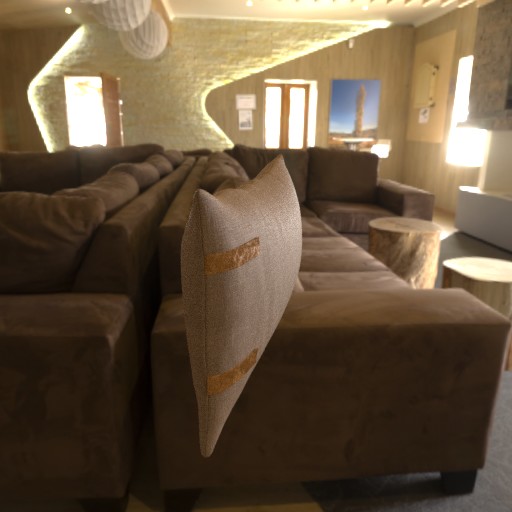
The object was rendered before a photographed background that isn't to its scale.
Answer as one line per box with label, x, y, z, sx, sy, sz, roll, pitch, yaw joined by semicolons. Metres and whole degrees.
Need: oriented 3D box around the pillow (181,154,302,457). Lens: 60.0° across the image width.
pillow;0.000;0.000;0.749;0.148;0.308;0.612;3;16;10
